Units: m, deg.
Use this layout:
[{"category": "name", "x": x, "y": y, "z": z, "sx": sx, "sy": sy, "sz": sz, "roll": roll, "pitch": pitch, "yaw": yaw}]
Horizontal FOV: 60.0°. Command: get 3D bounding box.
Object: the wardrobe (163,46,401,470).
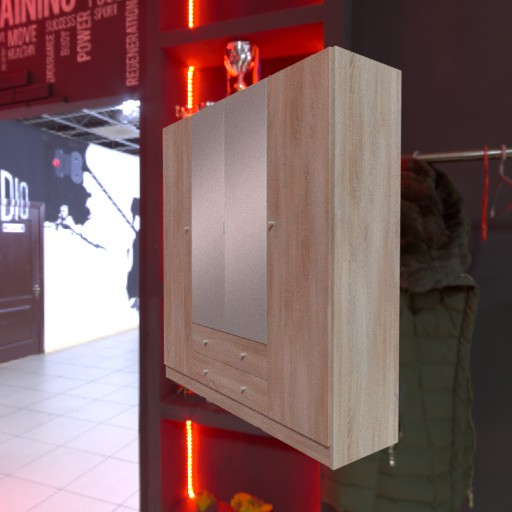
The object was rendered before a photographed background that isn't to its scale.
[{"category": "wardrobe", "x": 0.000, "y": 0.000, "z": 3.197, "sx": 0.598, "sy": 2.159, "sz": 1.998, "roll": -1, "pitch": 2, "yaw": -36}]
